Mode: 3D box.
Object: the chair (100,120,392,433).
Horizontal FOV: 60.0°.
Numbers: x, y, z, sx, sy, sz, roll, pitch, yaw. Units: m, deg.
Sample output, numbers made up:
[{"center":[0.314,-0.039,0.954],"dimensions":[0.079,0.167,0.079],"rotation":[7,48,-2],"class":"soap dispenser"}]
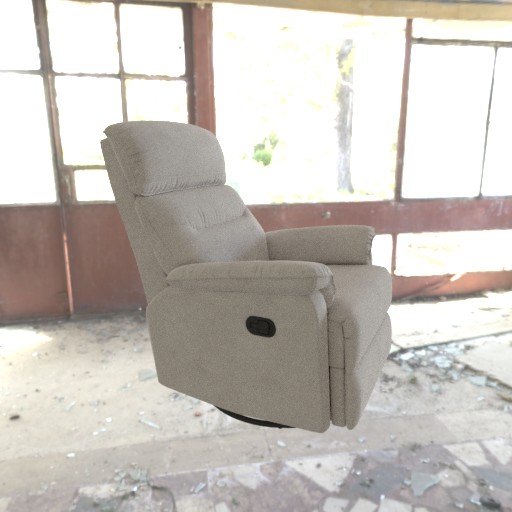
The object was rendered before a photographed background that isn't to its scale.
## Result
[{"center":[0.000,0.000,1.746],"dimensions":[1.001,1.039,0.820],"rotation":[7,16,25],"class":"chair"}]
